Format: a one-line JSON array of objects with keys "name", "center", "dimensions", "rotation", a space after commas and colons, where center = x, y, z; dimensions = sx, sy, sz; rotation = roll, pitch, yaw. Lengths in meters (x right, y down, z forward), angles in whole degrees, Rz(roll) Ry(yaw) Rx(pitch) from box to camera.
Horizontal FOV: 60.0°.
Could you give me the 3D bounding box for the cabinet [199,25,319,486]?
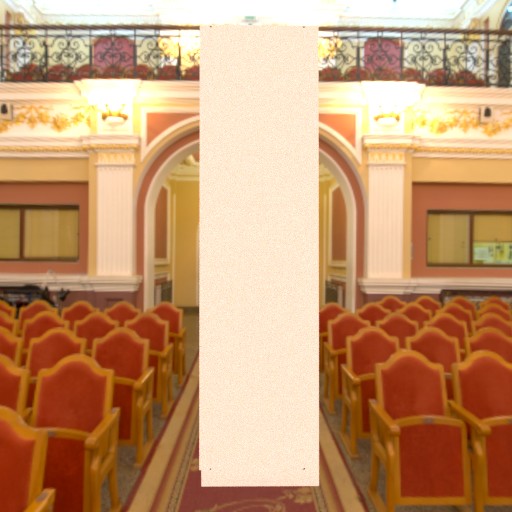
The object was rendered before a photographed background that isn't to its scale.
[{"name": "cabinet", "center": [0.000, 0.000, 2.481], "dimensions": [0.510, 1.910, 1.290], "rotation": [0, 0, 0]}]
